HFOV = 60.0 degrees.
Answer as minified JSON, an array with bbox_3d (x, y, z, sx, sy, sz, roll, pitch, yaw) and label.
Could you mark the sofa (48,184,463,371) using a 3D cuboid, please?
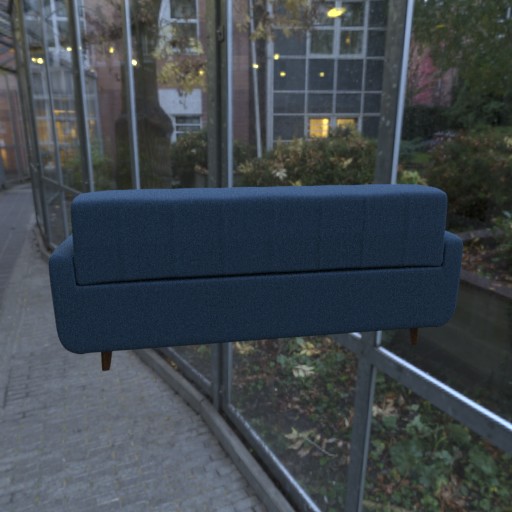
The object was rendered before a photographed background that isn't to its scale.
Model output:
[{"bbox_3d":[0.000,0.000,2.621,2.055,0.884,0.942,-3,16,-9],"label":"sofa"}]
